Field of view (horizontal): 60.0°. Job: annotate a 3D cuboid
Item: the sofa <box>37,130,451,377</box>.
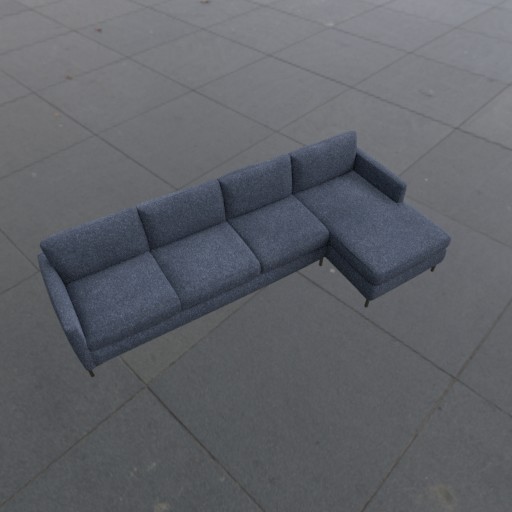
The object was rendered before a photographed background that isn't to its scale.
[{"bbox_3d":[0.000,0.000,3.436,2.932,0.810,1.350,-24,51,-21],"label":"sofa"}]
